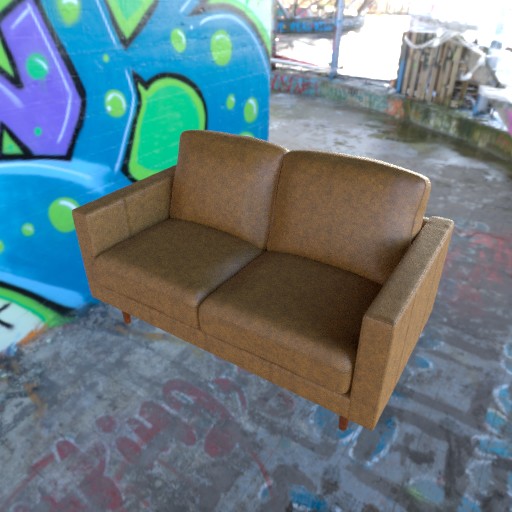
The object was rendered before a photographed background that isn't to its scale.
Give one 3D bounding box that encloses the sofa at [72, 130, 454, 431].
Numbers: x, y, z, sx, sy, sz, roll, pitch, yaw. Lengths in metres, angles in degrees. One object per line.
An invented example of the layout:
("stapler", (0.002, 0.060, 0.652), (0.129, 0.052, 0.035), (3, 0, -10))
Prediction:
("sofa", (0.000, 0.000, 2.164), (1.578, 0.951, 0.909), (18, 36, 27))
